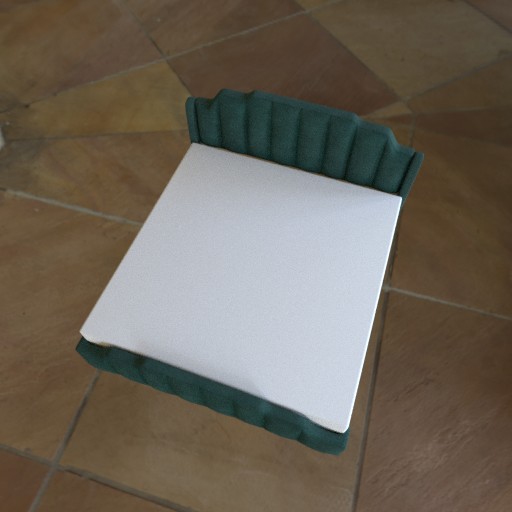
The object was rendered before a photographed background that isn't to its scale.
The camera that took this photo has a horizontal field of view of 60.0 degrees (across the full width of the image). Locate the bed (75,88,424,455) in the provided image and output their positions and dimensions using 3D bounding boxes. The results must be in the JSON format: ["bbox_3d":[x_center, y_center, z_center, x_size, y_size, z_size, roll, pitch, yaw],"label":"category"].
[{"bbox_3d":[0.000,0.000,3.537,2.074,1.245,2.340,17,60,10],"label":"bed"}]
